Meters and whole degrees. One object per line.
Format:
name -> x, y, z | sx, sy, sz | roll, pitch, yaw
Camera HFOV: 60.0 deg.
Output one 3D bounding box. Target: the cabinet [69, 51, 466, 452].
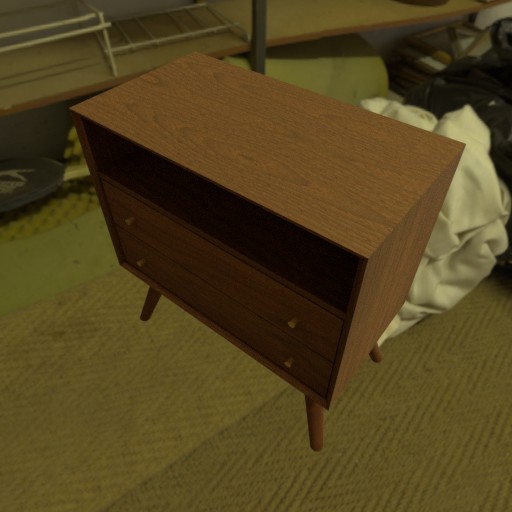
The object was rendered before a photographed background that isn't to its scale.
cabinet -> 0.000, 0.000, 1.153 | 0.712, 0.748, 0.388 | 30, 53, 26
